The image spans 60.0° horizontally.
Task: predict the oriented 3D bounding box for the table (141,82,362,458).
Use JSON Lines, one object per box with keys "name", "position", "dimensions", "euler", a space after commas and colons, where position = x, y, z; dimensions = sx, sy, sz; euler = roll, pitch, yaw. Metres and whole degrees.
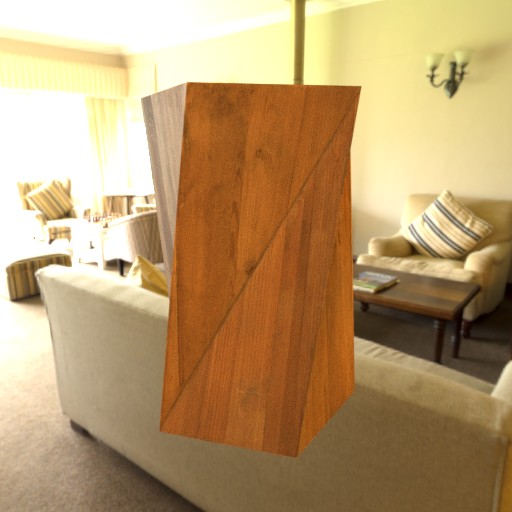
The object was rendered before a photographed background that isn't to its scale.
{"name": "table", "position": [0.000, 0.000, 0.886], "dimensions": [0.425, 0.604, 0.441], "euler": [-2, 14, -8]}
